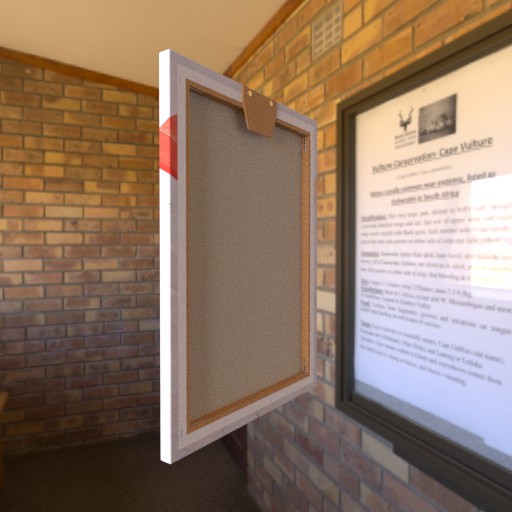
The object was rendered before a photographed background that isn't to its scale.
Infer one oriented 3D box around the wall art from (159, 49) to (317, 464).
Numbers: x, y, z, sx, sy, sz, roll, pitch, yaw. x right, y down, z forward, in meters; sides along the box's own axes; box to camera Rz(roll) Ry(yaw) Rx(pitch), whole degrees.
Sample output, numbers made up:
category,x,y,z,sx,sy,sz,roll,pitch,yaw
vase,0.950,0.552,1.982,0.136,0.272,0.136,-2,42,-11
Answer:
category,x,y,z,sx,sy,sz,roll,pitch,yaw
wall art,0.000,0.000,1.396,0.045,1.014,0.759,1,1,36
